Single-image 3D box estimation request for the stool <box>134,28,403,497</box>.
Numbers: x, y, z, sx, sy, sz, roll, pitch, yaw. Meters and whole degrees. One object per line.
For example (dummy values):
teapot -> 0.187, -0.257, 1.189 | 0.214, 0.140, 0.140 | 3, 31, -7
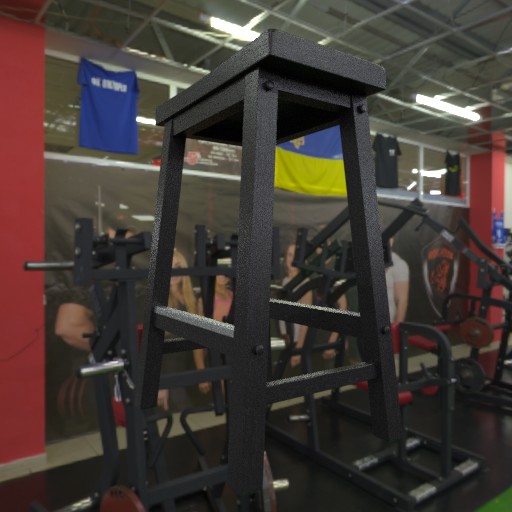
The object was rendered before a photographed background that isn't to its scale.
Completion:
stool -> 0.000, 0.000, 0.817 | 0.322, 0.610, 0.406 | -1, 1, -34
